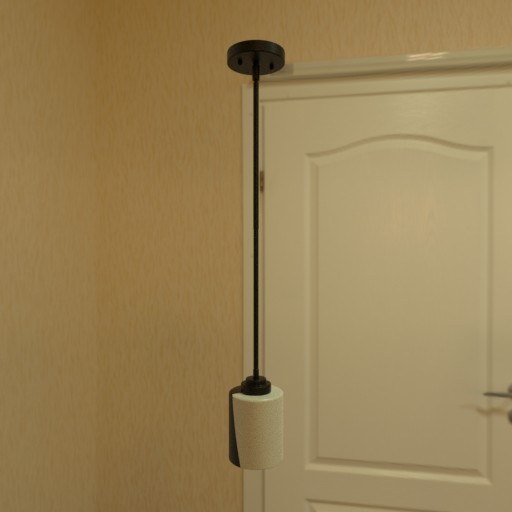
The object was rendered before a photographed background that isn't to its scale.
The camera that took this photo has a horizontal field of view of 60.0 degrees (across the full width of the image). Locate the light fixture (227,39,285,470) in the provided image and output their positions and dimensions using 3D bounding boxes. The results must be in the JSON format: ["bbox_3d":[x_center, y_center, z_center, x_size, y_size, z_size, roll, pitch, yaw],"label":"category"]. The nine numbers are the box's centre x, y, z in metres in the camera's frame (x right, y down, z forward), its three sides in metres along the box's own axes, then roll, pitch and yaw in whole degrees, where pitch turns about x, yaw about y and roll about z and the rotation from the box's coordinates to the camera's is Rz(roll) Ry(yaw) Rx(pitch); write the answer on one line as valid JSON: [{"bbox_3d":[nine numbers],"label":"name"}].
[{"bbox_3d":[0.000,0.000,0.948,0.123,0.863,0.123,0,0,-19],"label":"light fixture"}]
